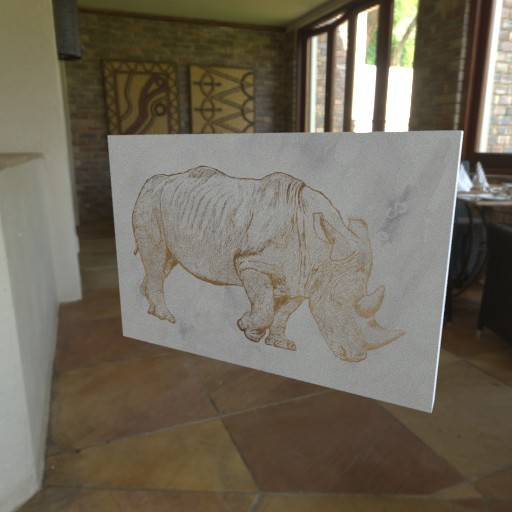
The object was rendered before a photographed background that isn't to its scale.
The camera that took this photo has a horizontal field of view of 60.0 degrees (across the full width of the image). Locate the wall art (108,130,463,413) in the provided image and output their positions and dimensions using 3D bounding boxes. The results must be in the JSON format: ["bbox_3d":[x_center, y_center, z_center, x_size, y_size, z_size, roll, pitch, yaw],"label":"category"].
[{"bbox_3d":[0.000,0.000,0.765,0.609,0.407,0.038,7,16,26],"label":"wall art"}]
